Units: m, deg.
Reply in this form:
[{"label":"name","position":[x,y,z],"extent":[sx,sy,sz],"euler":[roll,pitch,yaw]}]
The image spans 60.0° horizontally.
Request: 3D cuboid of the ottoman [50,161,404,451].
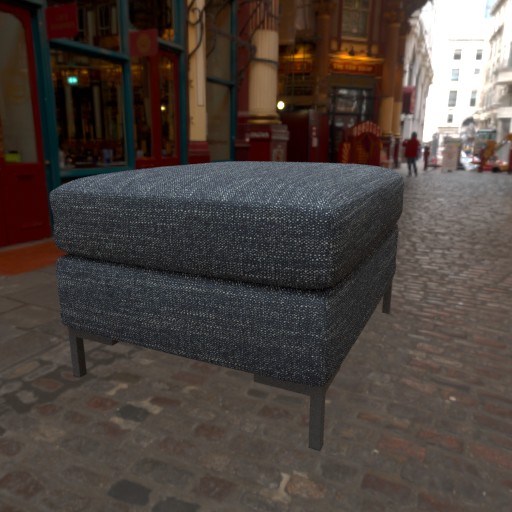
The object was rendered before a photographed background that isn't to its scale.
[{"label":"ottoman","position":[0.000,0.000,1.214],"extent":[0.667,0.491,0.814],"euler":[7,16,25]}]
